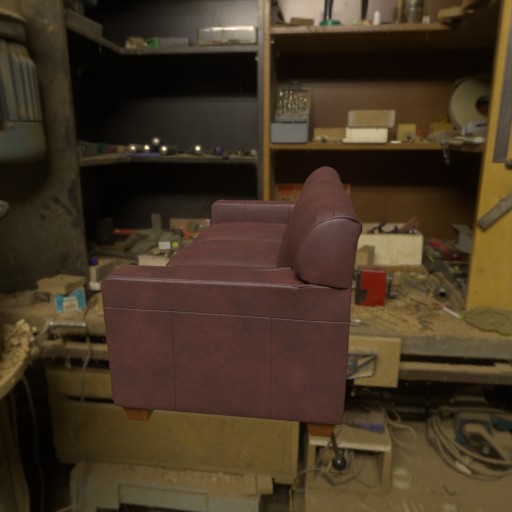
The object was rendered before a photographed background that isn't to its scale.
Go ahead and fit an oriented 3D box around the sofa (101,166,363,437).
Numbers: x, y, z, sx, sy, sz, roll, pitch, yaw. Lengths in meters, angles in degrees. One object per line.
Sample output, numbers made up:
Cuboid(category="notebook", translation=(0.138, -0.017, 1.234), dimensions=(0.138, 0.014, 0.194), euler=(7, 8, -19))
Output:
Cuboid(category="sofa", translation=(0.000, 0.000, 2.624), dimensions=(1.008, 0.953, 2.039), euler=(2, 16, 7))
